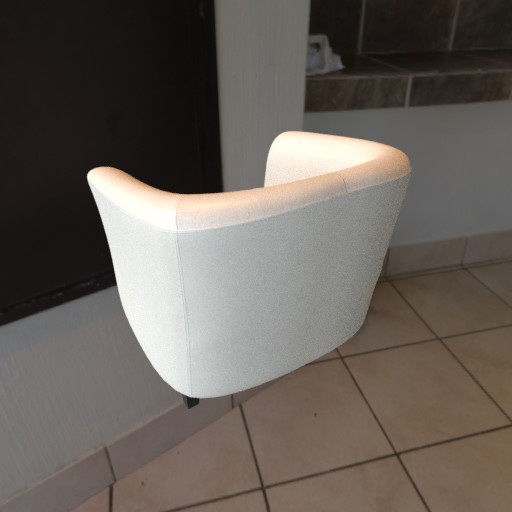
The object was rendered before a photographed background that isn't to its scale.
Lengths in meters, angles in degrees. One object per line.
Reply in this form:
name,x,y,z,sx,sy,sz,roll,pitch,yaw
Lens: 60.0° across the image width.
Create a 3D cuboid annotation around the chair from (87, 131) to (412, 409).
chair,0.000,0.000,1.392,0.792,0.756,0.727,-19,36,-27
